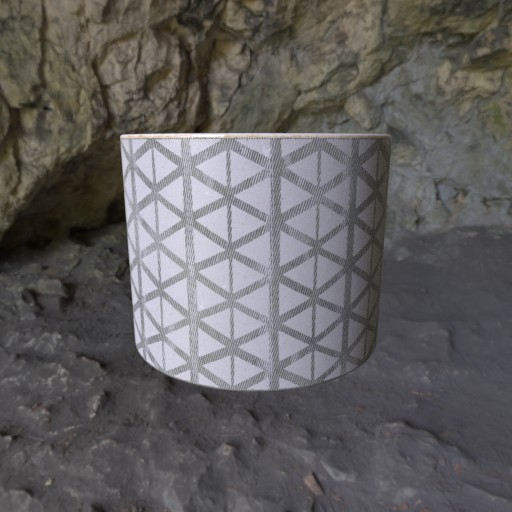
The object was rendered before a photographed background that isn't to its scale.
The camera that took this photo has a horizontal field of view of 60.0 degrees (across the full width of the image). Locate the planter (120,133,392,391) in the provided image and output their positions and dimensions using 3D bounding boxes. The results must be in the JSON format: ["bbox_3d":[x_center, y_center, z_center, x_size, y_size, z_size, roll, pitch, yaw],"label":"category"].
[{"bbox_3d":[0.000,0.000,0.346,0.190,0.181,0.190,0,15,0],"label":"planter"}]
